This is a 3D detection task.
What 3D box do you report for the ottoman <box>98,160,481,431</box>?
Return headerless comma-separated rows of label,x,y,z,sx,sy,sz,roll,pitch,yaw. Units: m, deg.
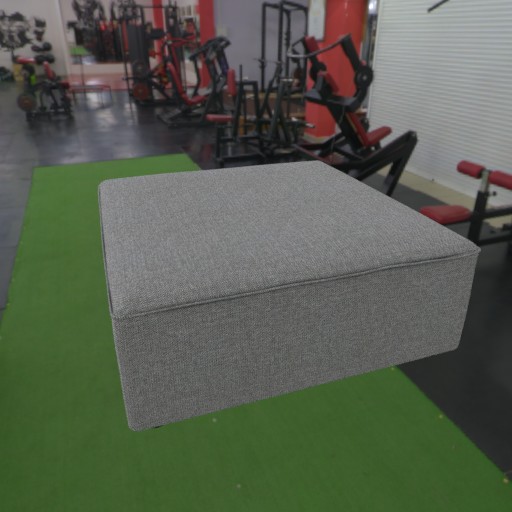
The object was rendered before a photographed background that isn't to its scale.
ottoman,0.000,0.000,1.577,1.017,0.423,1.023,-9,28,-17
